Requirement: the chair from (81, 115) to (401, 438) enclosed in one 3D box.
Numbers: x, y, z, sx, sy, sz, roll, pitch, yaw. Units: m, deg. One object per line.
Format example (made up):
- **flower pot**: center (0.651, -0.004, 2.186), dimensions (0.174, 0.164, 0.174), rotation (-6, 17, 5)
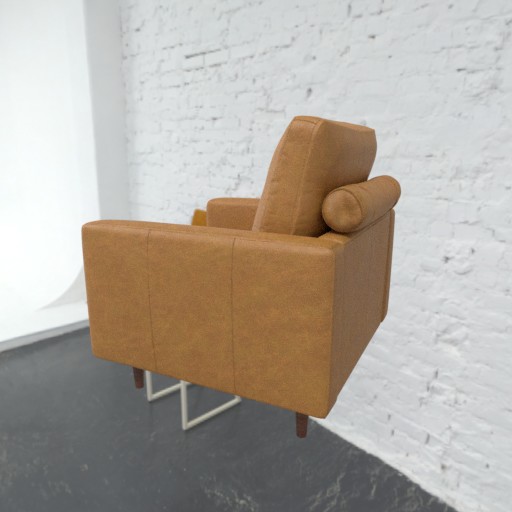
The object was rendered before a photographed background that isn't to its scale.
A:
- **chair**: center (0.000, 0.000, 1.544), dimensions (0.868, 0.896, 0.831), rotation (7, 15, 26)
